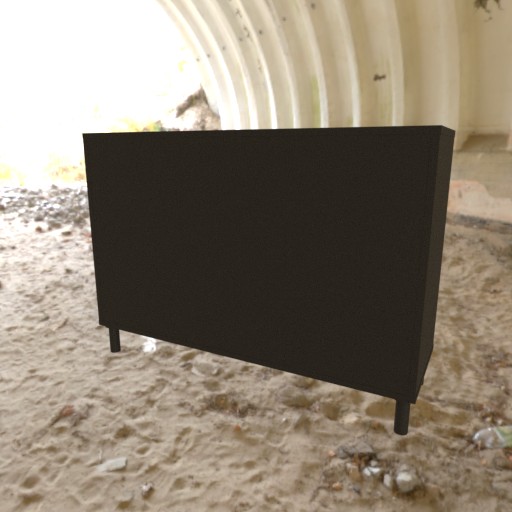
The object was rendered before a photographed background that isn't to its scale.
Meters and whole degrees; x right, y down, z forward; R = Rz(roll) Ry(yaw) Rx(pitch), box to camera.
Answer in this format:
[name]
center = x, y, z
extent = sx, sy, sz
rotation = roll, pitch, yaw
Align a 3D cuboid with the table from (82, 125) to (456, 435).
[table]
center = 0.000, 0.000, 1.586
extent = 1.200, 0.855, 0.400
rotation = 7, 15, 27
